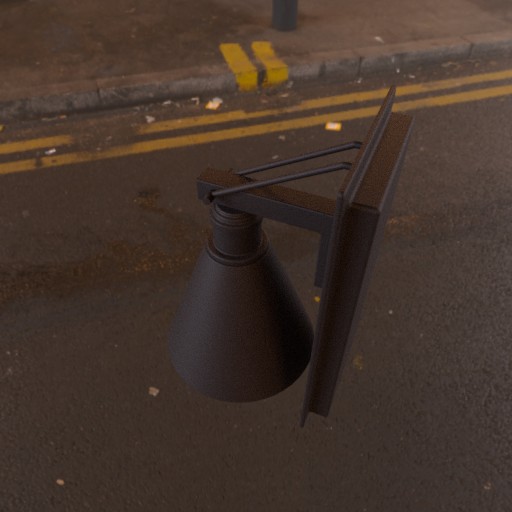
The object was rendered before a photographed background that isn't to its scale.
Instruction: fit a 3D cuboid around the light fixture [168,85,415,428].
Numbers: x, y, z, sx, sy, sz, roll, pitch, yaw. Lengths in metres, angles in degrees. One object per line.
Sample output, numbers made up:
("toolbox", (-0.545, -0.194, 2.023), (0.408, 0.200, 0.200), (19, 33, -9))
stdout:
("light fixture", (0.000, 0.000, 0.415), (0.207, 0.298, 0.170), (17, 48, 16))
